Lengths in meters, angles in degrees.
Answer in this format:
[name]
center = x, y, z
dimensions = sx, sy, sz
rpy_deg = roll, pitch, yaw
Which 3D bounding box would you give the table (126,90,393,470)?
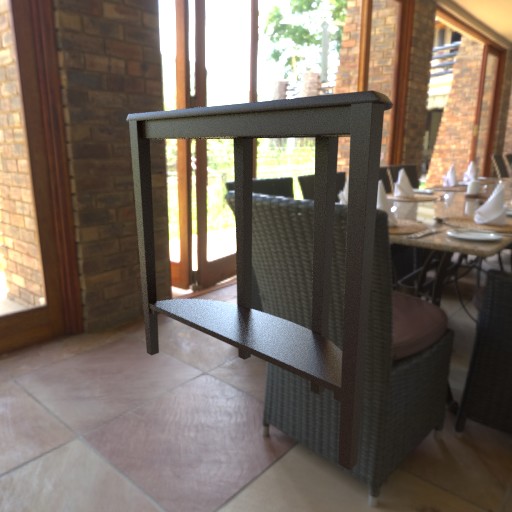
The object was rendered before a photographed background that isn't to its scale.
[table]
center = 0.000, 0.000, 1.313
dimensions = 0.909, 0.831, 0.274
rpy_deg = 13, 19, 43
